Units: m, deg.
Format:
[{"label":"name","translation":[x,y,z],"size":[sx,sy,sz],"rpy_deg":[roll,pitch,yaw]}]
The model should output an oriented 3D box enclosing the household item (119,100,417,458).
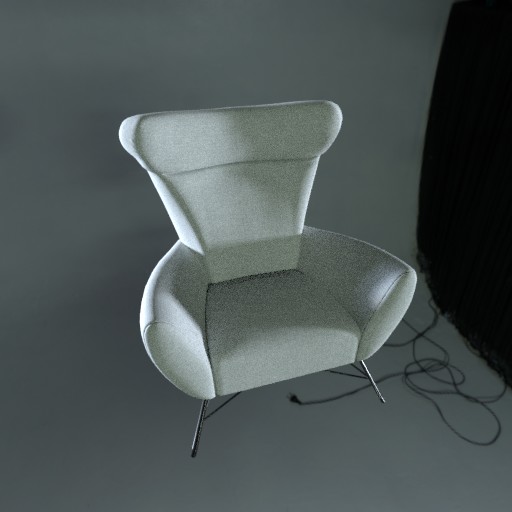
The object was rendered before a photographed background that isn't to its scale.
[{"label":"household item","translation":[0.000,0.000,1.802],"size":[0.980,1.050,0.900],"rpy_deg":[-10,33,-15]}]
